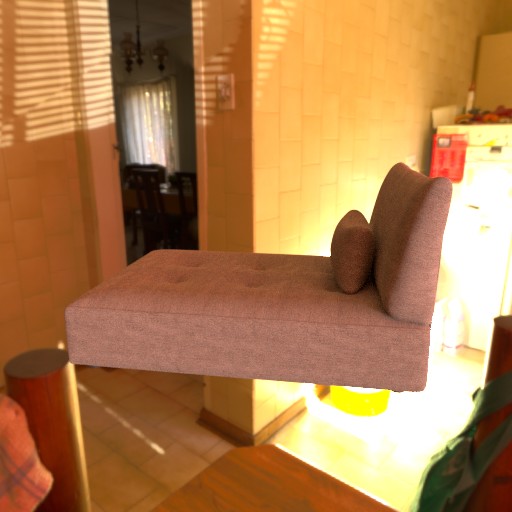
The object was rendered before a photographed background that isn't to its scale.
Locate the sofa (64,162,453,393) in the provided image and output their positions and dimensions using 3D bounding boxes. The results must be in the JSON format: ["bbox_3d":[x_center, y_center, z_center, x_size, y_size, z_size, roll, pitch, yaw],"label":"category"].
[{"bbox_3d":[0.000,0.000,2.055,1.450,0.820,0.930,2,15,9],"label":"sofa"}]
